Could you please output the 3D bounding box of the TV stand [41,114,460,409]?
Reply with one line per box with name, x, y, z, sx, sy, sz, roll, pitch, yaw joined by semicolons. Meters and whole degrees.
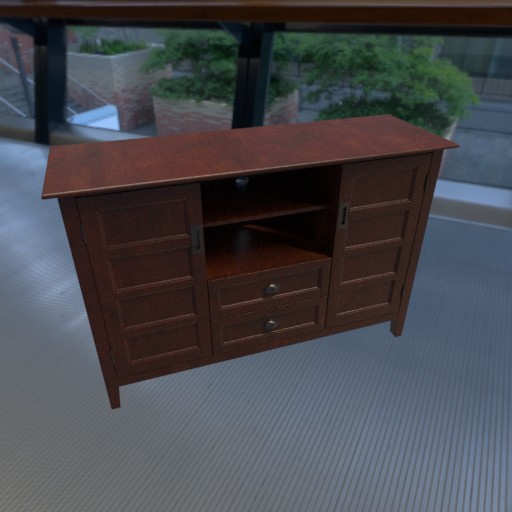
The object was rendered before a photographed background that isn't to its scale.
TV stand;0.000;0.000;1.796;1.372;0.915;0.445;-10;33;-16
